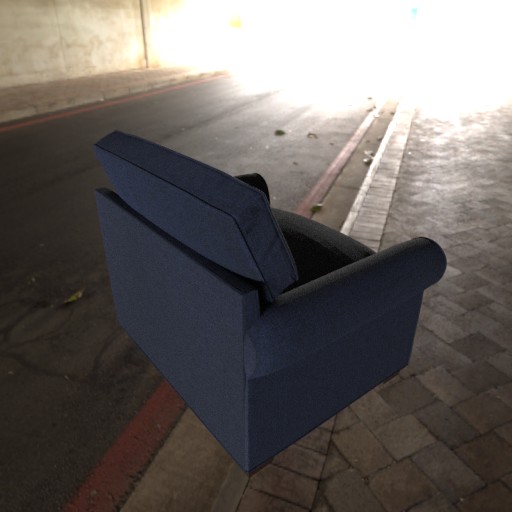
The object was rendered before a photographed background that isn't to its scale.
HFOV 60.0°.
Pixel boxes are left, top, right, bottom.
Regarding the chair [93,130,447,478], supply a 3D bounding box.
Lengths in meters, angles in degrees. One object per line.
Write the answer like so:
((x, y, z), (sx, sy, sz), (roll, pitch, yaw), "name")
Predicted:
((0.000, 0.000, 1.953), (0.963, 1.044, 1.285), (-20, 33, -33), "chair")
